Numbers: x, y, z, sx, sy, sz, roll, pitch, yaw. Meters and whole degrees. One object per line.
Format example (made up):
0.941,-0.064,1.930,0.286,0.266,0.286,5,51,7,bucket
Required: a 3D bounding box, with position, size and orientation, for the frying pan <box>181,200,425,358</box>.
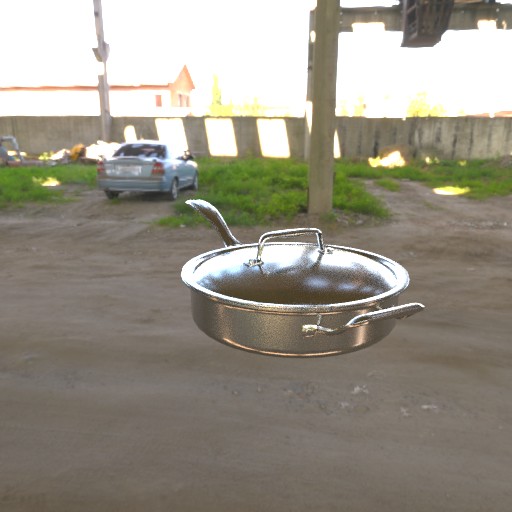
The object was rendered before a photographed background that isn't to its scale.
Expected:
0.000,0.000,0.650,0.280,0.114,0.561,-8,16,-27,frying pan
